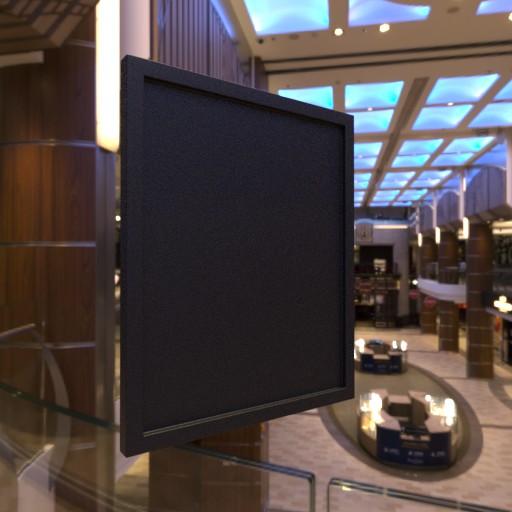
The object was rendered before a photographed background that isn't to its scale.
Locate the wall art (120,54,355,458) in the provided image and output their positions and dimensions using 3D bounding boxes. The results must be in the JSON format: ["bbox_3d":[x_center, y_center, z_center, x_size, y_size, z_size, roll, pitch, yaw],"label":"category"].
[{"bbox_3d":[0.000,0.000,0.754,0.457,0.559,0.028,0,-1,-35],"label":"wall art"}]
